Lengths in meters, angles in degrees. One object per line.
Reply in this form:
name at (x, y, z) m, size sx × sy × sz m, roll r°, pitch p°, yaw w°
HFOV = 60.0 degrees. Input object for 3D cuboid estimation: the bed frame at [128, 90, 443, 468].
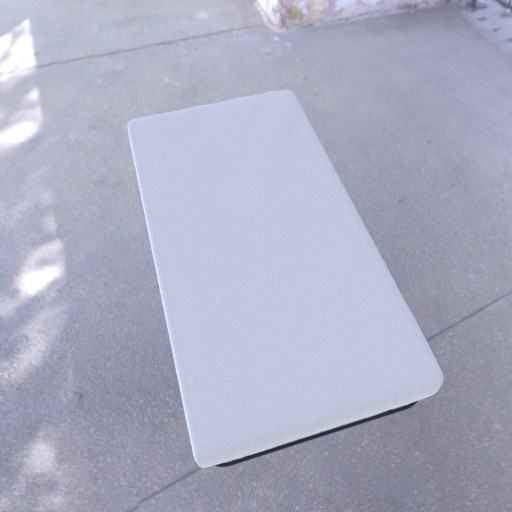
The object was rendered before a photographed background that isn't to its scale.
bed frame at (0.000, 0.000, 2.365) m, size 1.025 × 0.640 × 1.908 m, roll -14°, pitch 58°, yaw -9°
